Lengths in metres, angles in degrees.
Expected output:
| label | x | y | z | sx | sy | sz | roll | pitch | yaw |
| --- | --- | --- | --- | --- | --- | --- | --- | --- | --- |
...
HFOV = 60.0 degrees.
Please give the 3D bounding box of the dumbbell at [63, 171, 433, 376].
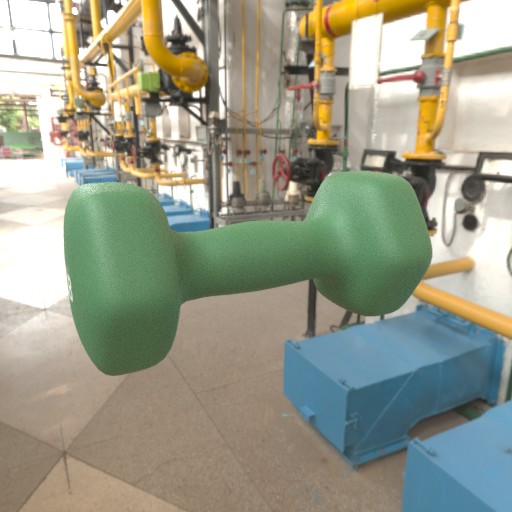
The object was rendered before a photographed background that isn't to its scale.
| label | x | y | z | sx | sy | sz | roll | pitch | yaw |
| --- | --- | --- | --- | --- | --- | --- | --- | --- | --- |
| dumbbell | 0.000 | 0.000 | 0.325 | 0.257 | 0.114 | 0.126 | -7 | 17 | -25 |
